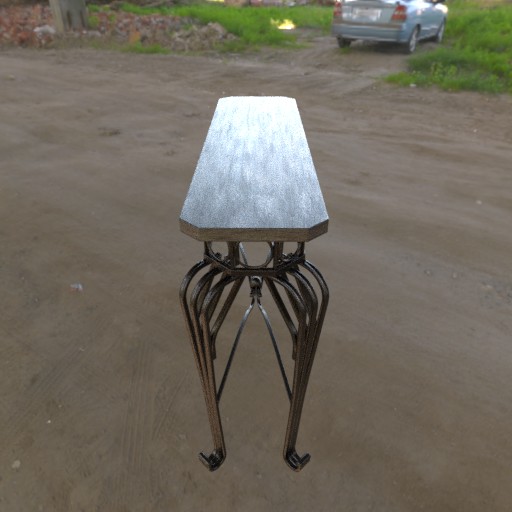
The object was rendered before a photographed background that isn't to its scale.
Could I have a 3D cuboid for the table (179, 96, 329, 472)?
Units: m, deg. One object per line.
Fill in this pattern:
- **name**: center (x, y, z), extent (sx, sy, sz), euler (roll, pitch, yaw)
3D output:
- **table**: center (0.000, 0.000, 1.498), extent (0.329, 0.800, 1.112), euler (0, 32, 0)
